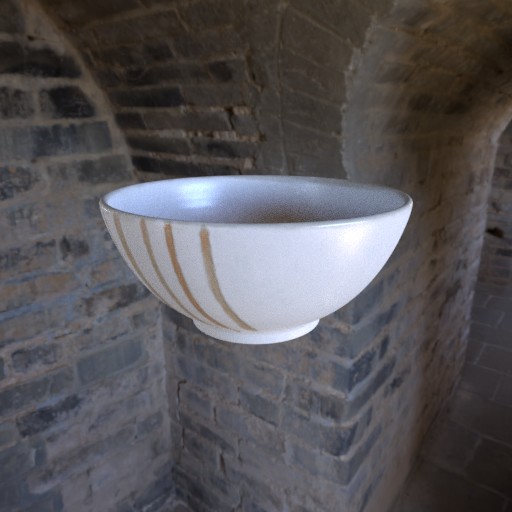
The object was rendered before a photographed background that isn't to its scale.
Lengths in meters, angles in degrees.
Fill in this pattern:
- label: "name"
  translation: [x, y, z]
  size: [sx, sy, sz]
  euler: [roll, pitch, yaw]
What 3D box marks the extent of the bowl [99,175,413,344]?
- label: "bowl"
  translation: [0.000, 0.000, 0.417]
  size: [0.268, 0.121, 0.268]
  euler: [0, 17, 0]
